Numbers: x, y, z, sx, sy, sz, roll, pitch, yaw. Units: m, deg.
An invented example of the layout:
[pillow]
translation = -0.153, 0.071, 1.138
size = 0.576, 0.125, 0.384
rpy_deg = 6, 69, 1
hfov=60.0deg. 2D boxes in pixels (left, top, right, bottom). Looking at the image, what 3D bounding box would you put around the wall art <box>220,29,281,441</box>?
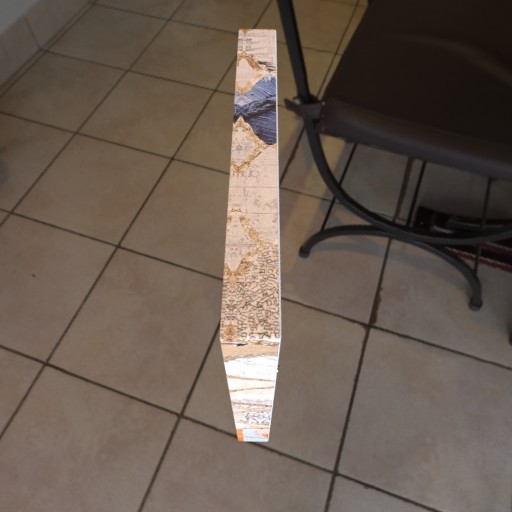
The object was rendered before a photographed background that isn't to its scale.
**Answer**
[wall art]
translation = 0.000, 0.000, 0.453
size = 0.036, 0.304, 0.303
rpy_deg = 1, 57, 0
